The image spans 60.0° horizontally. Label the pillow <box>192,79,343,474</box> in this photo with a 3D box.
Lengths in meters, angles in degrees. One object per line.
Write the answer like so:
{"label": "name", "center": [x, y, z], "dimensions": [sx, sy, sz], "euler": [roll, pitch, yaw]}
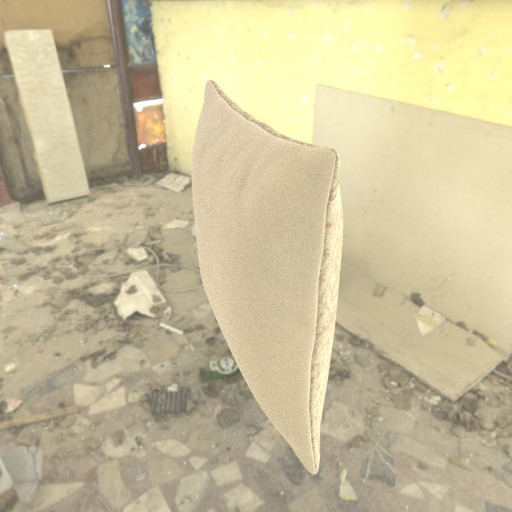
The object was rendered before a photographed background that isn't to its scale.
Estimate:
{"label": "pillow", "center": [0.000, 0.000, 0.772], "dimensions": [0.166, 0.510, 0.523], "euler": [-10, 31, -17]}
